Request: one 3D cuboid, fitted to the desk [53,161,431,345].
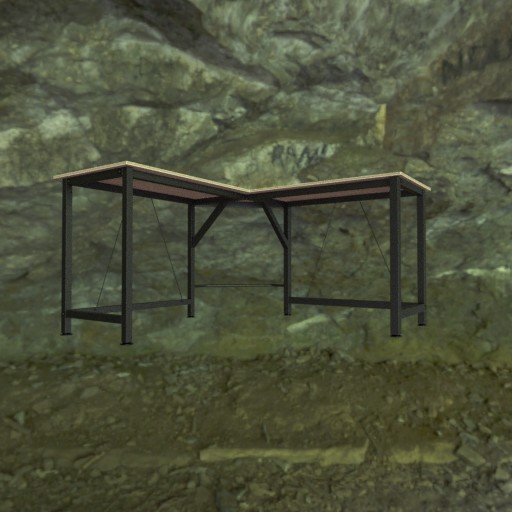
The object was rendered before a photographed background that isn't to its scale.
[{"bbox_3d":[0.000,0.000,2.297,1.400,0.762,1.400,-1,-1,35],"label":"desk"}]
